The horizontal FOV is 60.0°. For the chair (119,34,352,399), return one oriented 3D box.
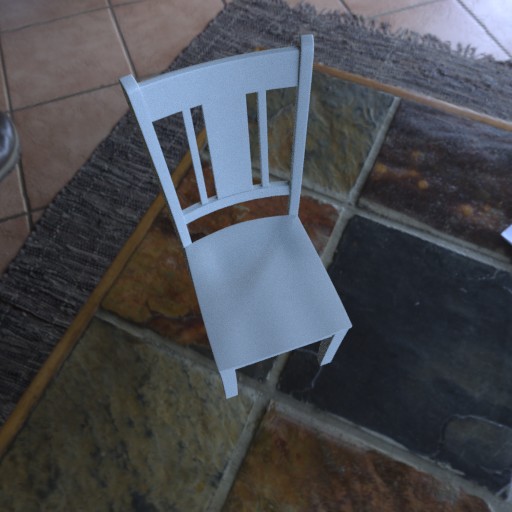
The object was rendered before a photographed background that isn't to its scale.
[{"bbox_3d":[0.000,0.000,1.312,0.450,0.998,0.555,-17,63,-9],"label":"chair"}]
